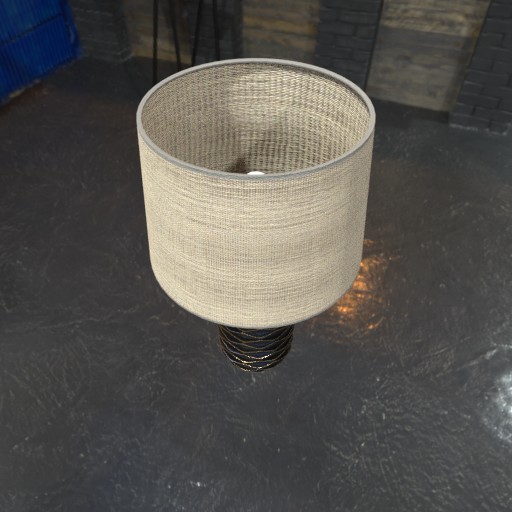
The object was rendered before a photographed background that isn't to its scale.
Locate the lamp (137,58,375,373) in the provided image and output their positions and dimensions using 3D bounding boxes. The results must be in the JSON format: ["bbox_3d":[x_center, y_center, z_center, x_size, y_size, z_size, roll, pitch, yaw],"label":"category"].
[{"bbox_3d":[0.000,0.000,0.825,0.376,0.594,0.376,0,46,0],"label":"lamp"}]
